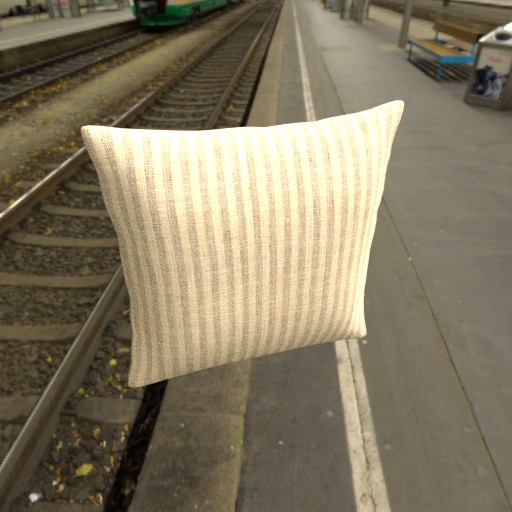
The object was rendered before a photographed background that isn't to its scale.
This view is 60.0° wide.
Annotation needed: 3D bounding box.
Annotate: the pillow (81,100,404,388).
[{"bbox_3d":[0.000,0.000,0.806,0.523,0.510,0.166,-9,33,-15],"label":"pillow"}]
